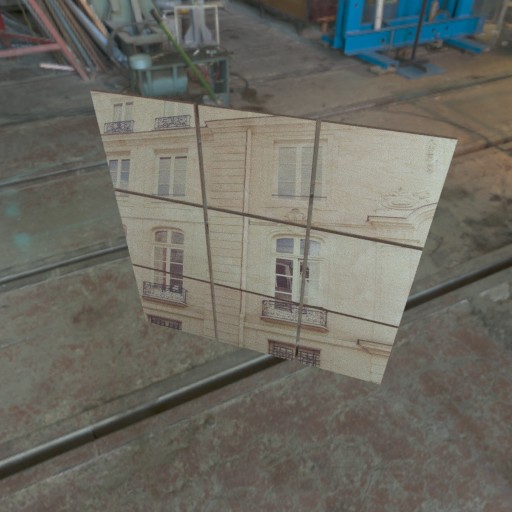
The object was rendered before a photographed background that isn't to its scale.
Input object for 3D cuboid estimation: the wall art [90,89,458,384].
[{"bbox_3d":[0.000,0.000,1.815,1.221,1.218,0.024,12,42,14],"label":"wall art"}]
